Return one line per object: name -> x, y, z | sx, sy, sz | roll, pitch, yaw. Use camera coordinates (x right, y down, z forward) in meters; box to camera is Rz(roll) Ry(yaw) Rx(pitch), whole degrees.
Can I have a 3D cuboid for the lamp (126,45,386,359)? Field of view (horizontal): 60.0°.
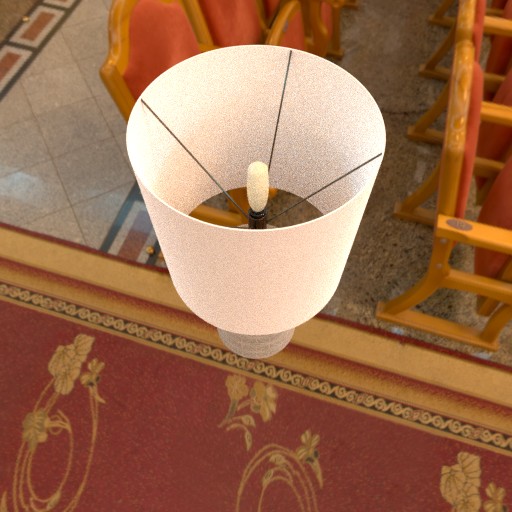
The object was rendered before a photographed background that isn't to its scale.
lamp -> 0.000, 0.000, 0.535 | 0.206, 0.416, 0.206 | 15, 61, 9
